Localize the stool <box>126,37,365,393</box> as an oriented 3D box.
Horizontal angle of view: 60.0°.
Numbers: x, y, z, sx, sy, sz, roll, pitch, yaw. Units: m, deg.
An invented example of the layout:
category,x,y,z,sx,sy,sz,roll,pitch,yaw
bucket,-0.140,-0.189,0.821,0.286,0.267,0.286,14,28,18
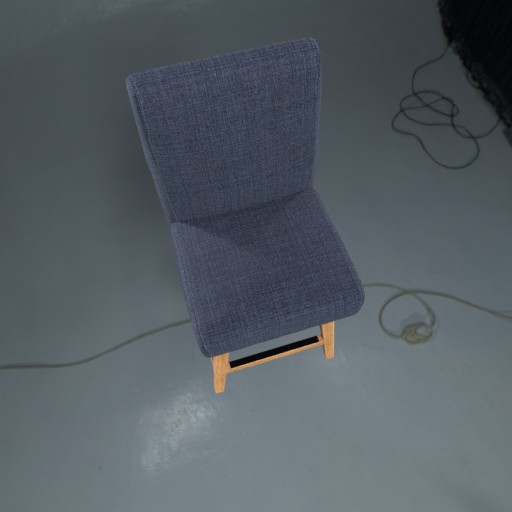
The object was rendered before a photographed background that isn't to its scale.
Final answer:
category,x,y,z,sx,sy,sz,roll,pitch,yaw
stool,0.000,0.000,1.298,0.459,1.010,0.526,-15,65,-7
